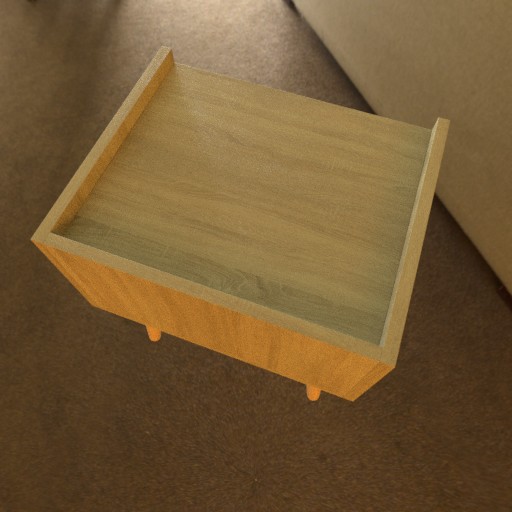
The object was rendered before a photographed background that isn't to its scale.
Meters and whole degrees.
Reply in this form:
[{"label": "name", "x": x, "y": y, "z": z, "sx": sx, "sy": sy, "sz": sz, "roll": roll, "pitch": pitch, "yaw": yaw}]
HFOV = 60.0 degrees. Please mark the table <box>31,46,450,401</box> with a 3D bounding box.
[{"label": "table", "x": 0.000, "y": 0.000, "z": 0.793, "sx": 0.450, "sy": 0.470, "sz": 0.370, "roll": 18, "pitch": 65, "yaw": 9}]
